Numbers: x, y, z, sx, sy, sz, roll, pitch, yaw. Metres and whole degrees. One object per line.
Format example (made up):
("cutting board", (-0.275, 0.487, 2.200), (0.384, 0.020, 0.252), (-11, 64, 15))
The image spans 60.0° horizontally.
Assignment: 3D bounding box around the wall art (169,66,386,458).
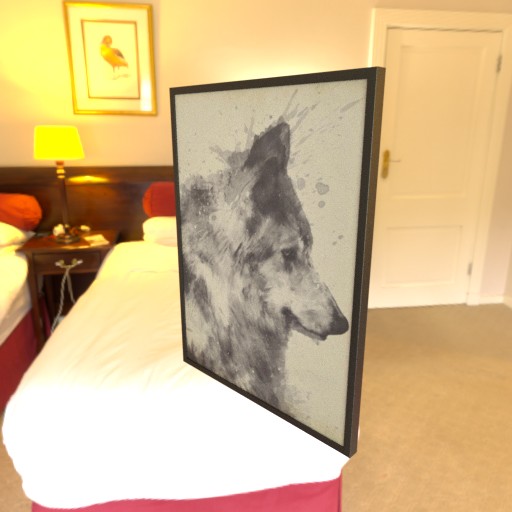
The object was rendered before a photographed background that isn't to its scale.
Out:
("wall art", (0.000, 0.000, 1.429), (0.804, 1.061, 0.039), (15, 22, 42))
